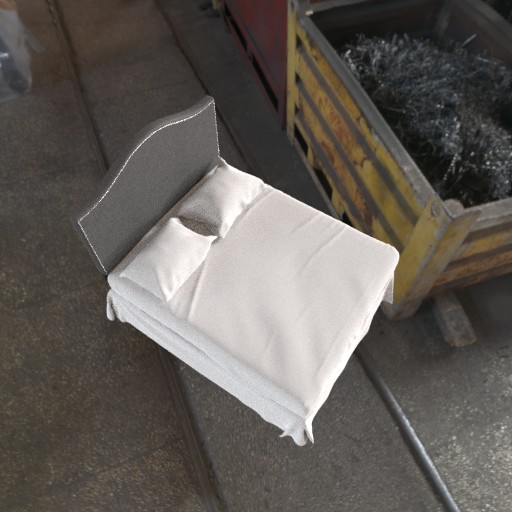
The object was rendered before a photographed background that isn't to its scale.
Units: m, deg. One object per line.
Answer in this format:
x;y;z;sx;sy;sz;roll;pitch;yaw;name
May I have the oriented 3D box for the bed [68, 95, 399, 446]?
0.000;0.000;3.633;2.221;1.645;1.876;30;62;18;bed
